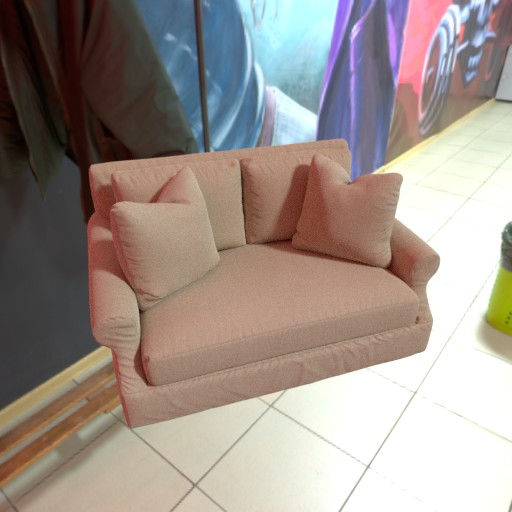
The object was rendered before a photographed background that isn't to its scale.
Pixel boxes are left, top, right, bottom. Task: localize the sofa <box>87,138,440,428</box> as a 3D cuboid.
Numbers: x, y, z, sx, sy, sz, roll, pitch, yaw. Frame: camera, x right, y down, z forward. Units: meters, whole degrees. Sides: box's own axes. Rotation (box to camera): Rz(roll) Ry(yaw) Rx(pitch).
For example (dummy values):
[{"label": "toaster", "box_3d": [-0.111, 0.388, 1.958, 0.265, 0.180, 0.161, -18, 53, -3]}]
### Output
[{"label": "sofa", "box_3d": [0.000, 0.000, 2.183, 1.550, 0.905, 1.070, -10, 33, -16]}]
